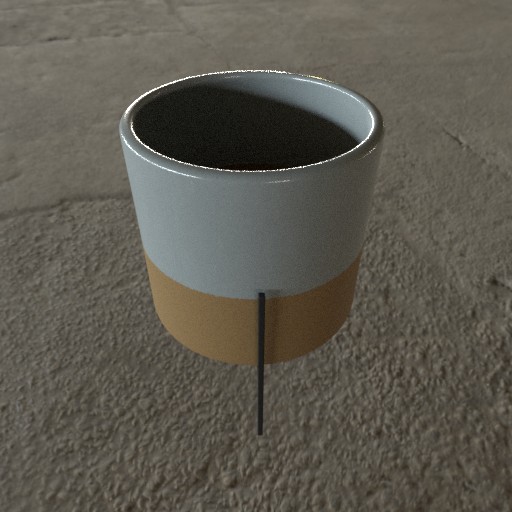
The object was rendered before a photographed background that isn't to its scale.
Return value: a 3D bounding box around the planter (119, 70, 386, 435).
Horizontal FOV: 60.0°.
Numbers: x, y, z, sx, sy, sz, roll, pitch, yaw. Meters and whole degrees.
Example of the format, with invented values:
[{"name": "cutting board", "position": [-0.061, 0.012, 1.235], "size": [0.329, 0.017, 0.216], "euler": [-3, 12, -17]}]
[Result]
[{"name": "planter", "position": [0.000, 0.000, 0.646], "size": [0.310, 0.432, 0.310], "euler": [-12, 42, -14]}]
